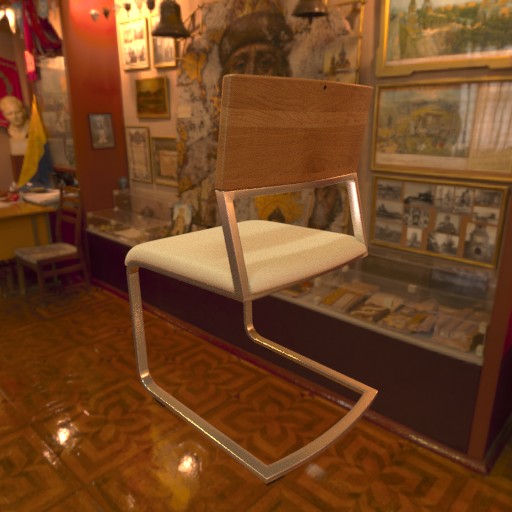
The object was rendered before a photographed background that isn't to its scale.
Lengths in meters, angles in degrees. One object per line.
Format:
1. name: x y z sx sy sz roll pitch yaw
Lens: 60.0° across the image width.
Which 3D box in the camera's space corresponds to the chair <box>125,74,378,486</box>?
1. chair: 0.000 0.000 1.172 0.467 0.844 0.585 -16 24 -42
